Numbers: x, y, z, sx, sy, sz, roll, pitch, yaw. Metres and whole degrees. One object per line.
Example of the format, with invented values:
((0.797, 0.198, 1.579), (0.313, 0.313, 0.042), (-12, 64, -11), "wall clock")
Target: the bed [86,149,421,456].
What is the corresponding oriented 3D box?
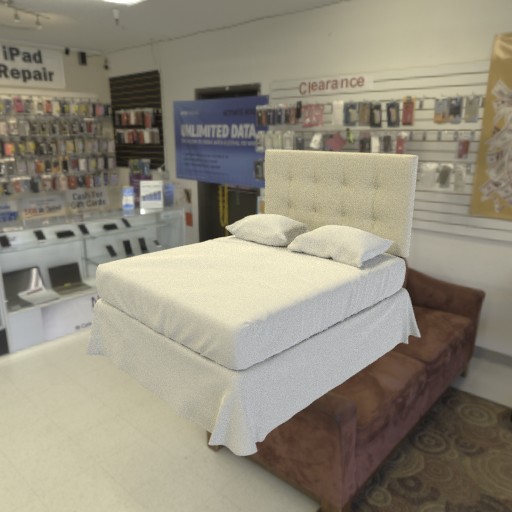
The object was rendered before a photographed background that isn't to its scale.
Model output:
((0.000, 0.000, 3.571), (1.936, 1.577, 2.222), (15, 22, 43), "bed")
